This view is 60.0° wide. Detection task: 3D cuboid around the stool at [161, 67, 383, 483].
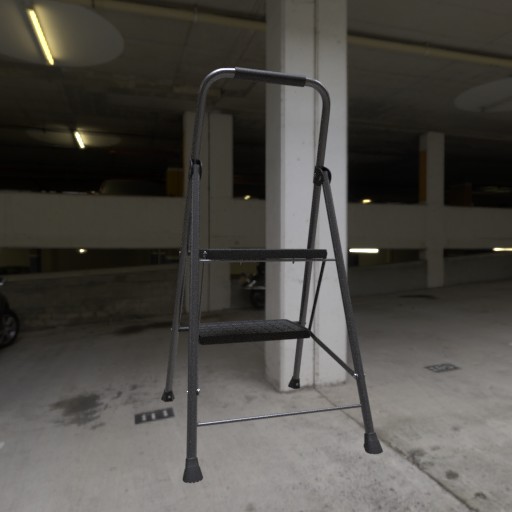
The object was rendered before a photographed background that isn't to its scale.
[{"bbox_3d":[0.000,0.000,1.160,0.450,0.872,0.514,0,1,-17],"label":"stool"}]
